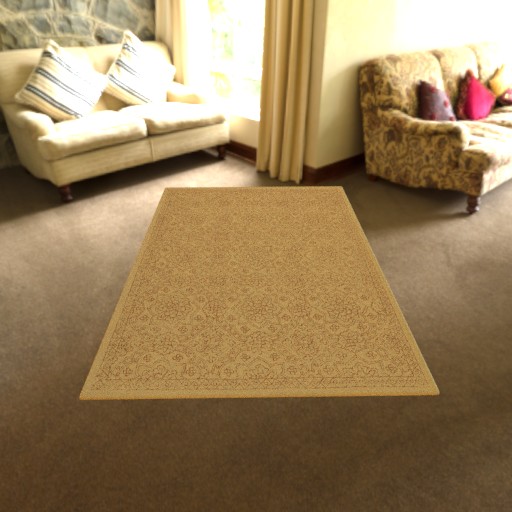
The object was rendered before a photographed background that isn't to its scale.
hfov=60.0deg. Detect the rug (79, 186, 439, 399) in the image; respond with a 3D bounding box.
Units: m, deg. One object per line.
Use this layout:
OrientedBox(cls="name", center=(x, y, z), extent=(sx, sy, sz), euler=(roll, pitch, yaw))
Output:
OrientedBox(cls="rug", center=(0.000, 0.000, 2.273), extent=(1.219, 0.010, 1.829), euler=(-1, 31, -1))
